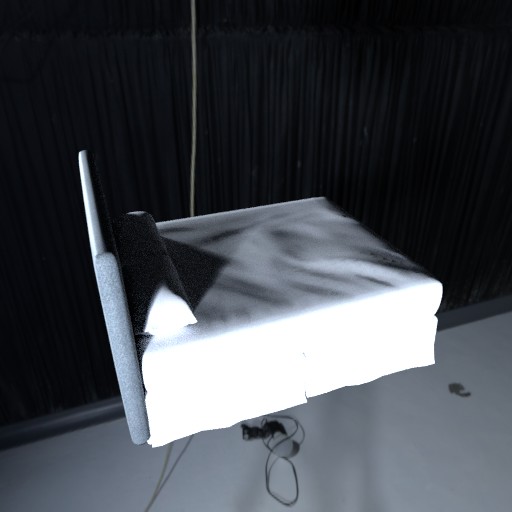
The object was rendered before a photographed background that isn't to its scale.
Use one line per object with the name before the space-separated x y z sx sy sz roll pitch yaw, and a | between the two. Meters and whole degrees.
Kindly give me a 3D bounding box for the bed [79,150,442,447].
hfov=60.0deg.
bed | 0.000 0.000 3.191 2.142 1.330 1.713 -11 32 -18
